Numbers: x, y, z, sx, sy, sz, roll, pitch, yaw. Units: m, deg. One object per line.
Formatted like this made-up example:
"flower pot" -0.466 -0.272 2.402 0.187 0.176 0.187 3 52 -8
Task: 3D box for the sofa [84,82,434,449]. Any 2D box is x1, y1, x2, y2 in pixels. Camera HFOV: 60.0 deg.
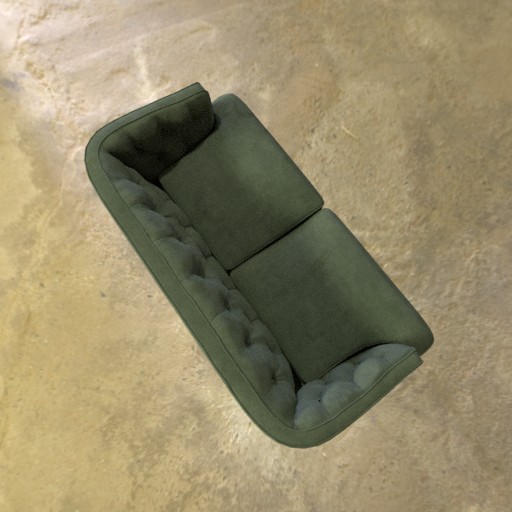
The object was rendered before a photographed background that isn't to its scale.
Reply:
"sofa" 0.000 0.000 2.264 0.941 0.855 1.733 -35 77 -9
